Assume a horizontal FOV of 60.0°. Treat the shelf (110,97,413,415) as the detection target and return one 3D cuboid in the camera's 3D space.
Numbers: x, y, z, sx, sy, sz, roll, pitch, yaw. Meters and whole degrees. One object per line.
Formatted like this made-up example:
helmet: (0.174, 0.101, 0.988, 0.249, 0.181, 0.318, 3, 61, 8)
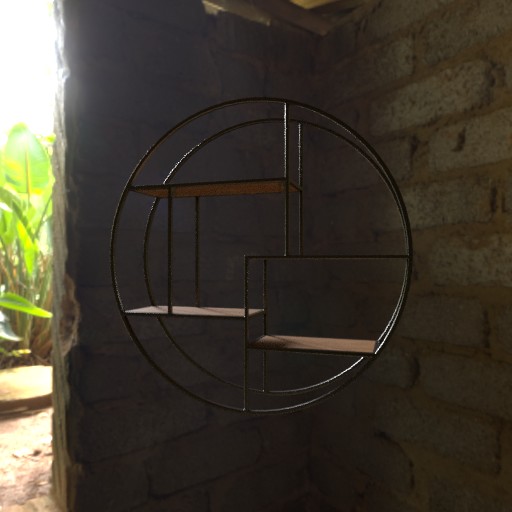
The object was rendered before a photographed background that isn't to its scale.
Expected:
shelf: (0.000, 0.000, 1.337, 0.888, 0.888, 0.202, 0, -1, 18)
